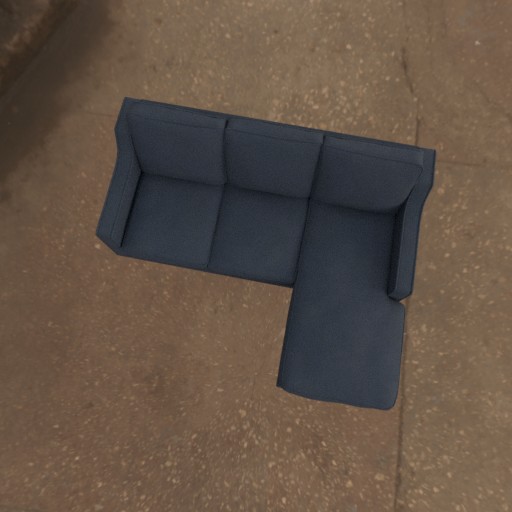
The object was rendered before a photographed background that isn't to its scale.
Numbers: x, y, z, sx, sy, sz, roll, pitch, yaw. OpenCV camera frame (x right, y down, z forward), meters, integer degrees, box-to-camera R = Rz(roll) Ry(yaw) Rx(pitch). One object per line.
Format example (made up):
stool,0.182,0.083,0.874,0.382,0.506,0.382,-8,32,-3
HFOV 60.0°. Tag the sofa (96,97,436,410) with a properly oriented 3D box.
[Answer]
sofa,0.000,0.000,3.296,2.317,1.066,1.858,11,75,3
